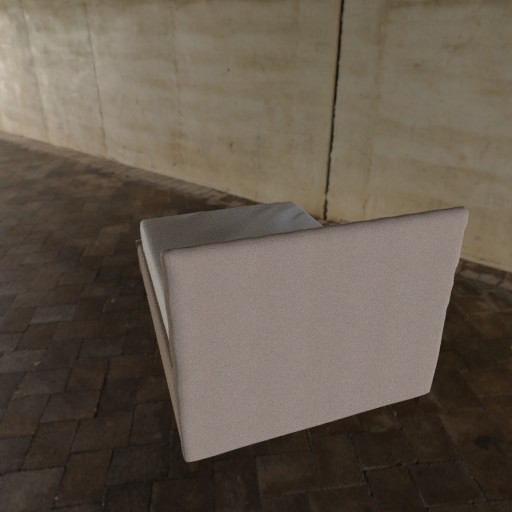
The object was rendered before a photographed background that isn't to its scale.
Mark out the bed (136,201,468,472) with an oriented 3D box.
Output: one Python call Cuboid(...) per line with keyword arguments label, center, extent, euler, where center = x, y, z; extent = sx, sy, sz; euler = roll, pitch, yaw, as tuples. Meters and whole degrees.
Cuboid(label="bed", center=(0.000, 0.000, 3.476), extent=(1.698, 1.427, 2.387), euler=(-9, 29, -17))
